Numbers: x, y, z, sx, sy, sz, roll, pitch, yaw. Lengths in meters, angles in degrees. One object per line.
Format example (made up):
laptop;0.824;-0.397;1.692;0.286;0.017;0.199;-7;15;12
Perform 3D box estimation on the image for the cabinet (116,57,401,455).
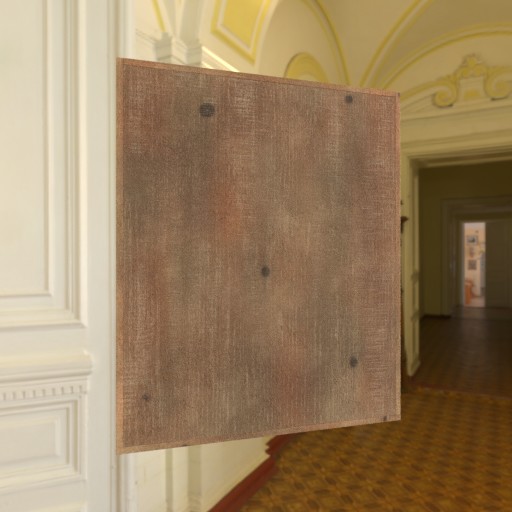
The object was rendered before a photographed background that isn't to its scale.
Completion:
cabinet;0.000;0.000;0.815;0.489;0.590;0.184;0;0;-17
